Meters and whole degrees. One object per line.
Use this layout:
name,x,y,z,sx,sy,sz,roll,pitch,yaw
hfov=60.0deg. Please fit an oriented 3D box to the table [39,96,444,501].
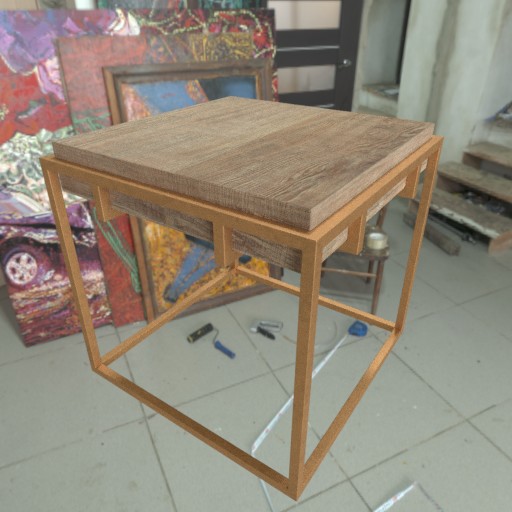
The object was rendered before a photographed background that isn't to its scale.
table,0.000,0.000,1.046,0.599,0.584,0.599,19,35,30
